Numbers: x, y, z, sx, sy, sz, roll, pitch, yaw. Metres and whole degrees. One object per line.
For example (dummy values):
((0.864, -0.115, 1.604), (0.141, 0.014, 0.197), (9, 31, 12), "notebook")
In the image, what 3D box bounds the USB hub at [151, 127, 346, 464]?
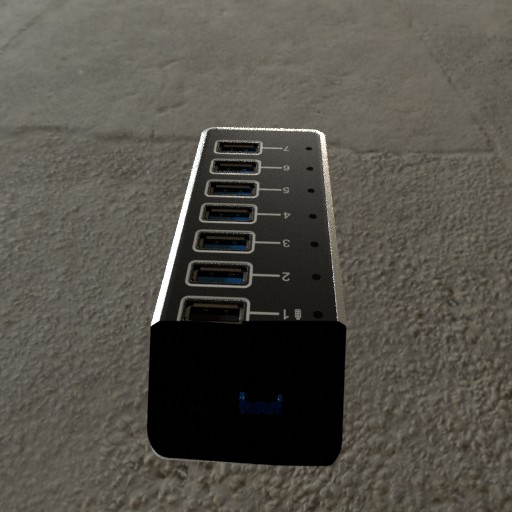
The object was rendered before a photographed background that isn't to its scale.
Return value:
((0.000, 0.000, 0.131), (0.044, 0.023, 0.110), (2, 45, 2), "USB hub")
